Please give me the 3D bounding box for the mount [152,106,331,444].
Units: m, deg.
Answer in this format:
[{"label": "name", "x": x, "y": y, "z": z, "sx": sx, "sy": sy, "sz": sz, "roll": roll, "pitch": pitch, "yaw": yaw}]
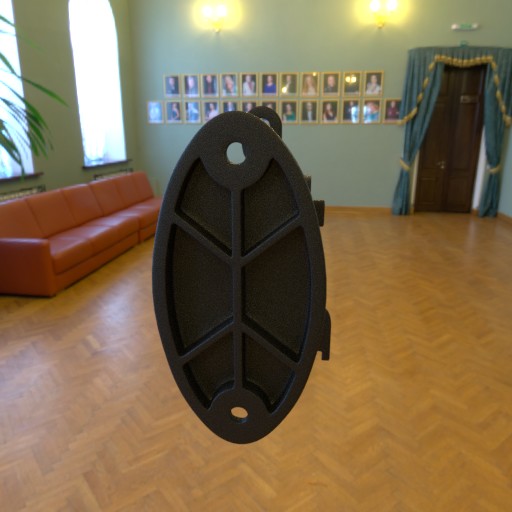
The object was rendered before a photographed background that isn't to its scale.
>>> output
[{"label": "mount", "x": 0.000, "y": 0.000, "z": 0.180, "sx": 0.066, "sy": 0.118, "sz": 0.100, "roll": 2, "pitch": 16, "yaw": 6}]
